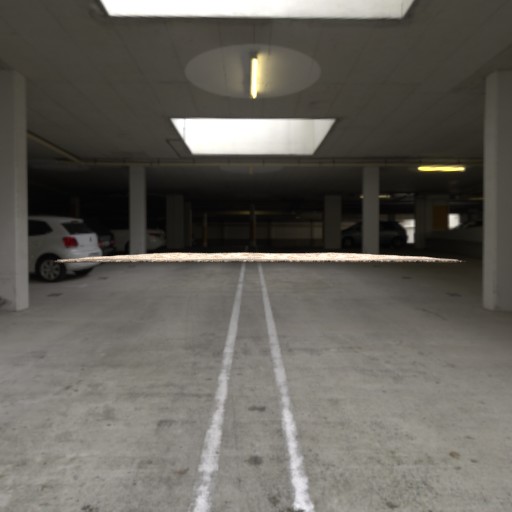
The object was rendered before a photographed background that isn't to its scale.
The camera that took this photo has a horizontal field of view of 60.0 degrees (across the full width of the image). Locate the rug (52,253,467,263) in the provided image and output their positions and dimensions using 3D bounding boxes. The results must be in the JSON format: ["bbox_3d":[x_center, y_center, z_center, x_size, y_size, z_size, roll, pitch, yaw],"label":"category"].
[{"bbox_3d":[0.000,0.000,4.083,2.426,0.034,3.061,0,1,-1],"label":"rug"}]
